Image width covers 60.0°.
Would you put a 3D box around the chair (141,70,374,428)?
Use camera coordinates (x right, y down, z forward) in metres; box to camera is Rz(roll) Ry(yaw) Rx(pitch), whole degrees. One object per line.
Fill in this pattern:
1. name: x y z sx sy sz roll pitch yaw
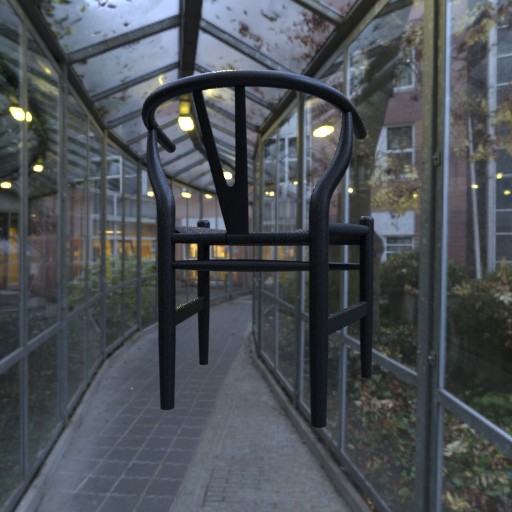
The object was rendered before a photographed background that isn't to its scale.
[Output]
1. chair: 0.000 0.000 1.140 0.569 0.730 0.579 0 1 17
